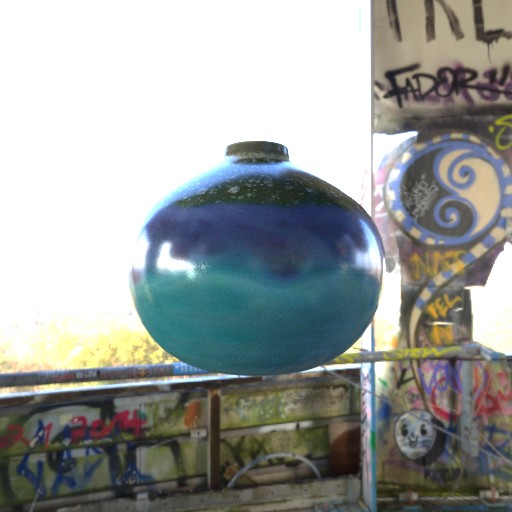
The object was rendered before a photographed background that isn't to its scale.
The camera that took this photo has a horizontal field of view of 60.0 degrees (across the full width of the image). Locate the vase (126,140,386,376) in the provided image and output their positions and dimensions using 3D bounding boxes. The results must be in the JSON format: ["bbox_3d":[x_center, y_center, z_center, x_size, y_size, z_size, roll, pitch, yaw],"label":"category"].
[{"bbox_3d":[0.000,0.000,0.273,0.154,0.133,0.154,0,-1,0],"label":"vase"}]
